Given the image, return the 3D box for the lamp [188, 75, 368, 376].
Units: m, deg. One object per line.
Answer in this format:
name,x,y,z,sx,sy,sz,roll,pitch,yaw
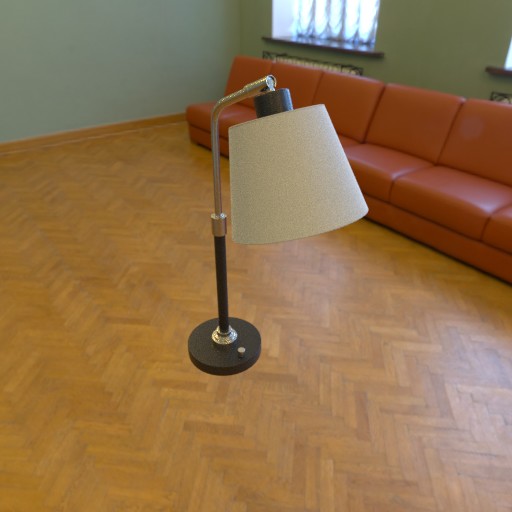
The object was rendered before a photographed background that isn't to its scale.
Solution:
lamp,0.000,0.000,0.695,0.181,0.539,0.348,-23,38,-32
